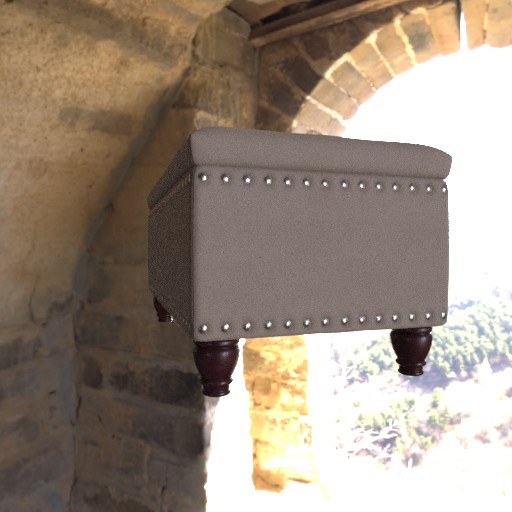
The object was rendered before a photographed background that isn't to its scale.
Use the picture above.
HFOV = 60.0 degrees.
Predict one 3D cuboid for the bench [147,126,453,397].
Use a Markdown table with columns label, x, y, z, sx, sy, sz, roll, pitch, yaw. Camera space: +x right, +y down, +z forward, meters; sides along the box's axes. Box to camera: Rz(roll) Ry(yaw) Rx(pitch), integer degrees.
| label | x | y | z | sx | sy | sz | roll | pitch | yaw |
| --- | --- | --- | --- | --- | --- | --- | --- | --- | --- |
| bench | 0.000 | 0.000 | 1.177 | 0.500 | 0.449 | 0.887 | 0 | 1 | -18 |
